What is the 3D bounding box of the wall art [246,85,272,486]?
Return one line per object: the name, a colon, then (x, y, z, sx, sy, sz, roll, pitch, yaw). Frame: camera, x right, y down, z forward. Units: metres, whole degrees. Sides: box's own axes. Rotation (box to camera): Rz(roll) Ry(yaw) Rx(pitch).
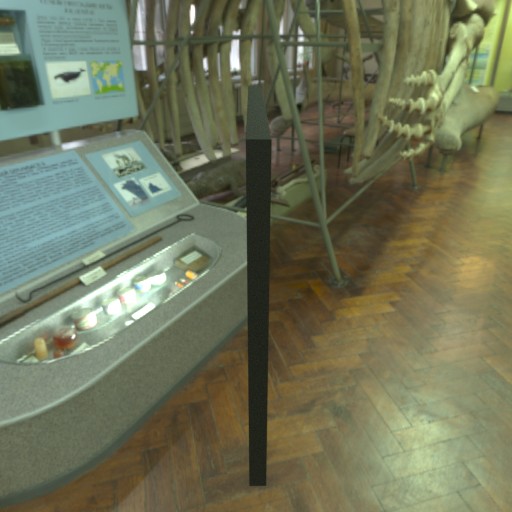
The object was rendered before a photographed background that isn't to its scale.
wall art: (0.000, 0.000, 0.463, 0.015, 0.304, 0.306, 0, 27, -1)
